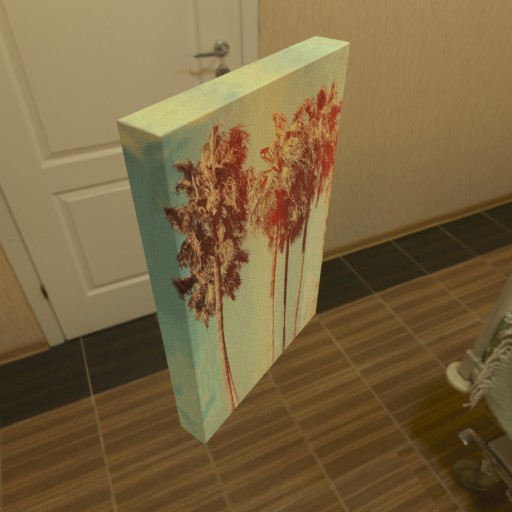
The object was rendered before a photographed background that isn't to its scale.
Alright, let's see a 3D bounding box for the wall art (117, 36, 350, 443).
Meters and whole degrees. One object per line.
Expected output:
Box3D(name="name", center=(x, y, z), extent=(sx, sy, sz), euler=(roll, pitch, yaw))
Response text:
Box3D(name="wall art", center=(0.000, 0.000, 0.474), extent=(0.039, 0.380, 0.251), euler=(25, 46, 27))
